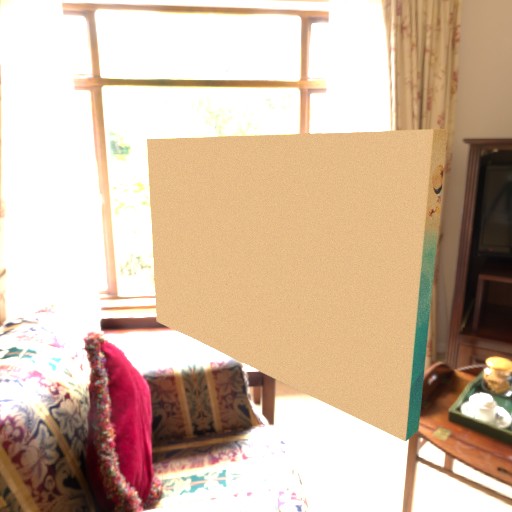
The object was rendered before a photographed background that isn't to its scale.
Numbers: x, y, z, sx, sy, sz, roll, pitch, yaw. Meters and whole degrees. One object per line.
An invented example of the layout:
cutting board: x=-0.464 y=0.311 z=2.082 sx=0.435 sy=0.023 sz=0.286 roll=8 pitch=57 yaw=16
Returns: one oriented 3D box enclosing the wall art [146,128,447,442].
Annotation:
wall art: x=0.000 y=0.000 z=0.771 sx=0.039 sy=0.406 sz=0.609 roll=-13 pitch=19 yaw=-43
